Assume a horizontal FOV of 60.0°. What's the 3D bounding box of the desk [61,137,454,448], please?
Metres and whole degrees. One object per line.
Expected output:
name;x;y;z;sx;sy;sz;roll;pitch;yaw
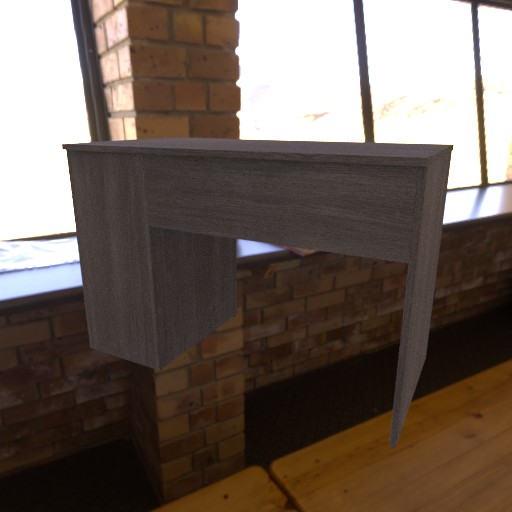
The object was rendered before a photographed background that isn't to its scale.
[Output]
desk;0.000;0.000;1.498;1.097;0.735;0.560;9;19;27
